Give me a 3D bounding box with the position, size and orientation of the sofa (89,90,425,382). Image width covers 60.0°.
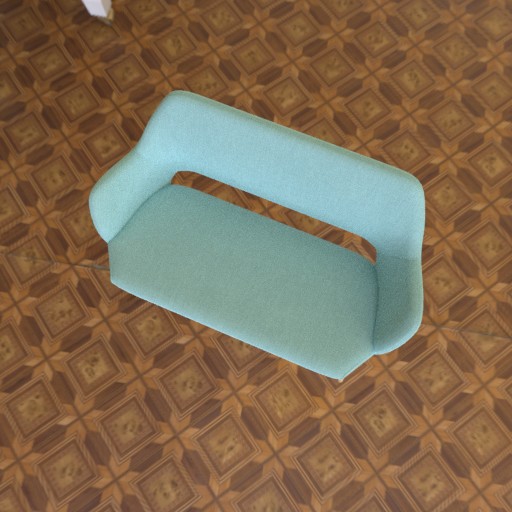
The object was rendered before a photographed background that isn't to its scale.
[{"bbox_3d":[0.000,0.000,1.643,1.150,0.840,0.610,22,76,6],"label":"sofa"}]
